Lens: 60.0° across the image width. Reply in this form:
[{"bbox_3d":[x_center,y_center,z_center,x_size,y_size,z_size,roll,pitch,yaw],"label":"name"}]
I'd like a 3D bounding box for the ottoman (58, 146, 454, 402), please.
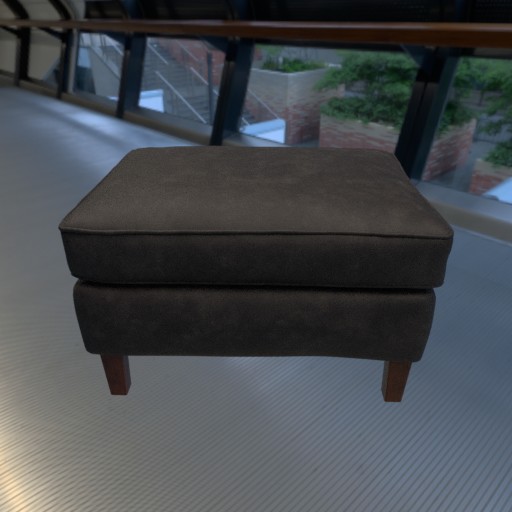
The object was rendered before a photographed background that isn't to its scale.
[{"bbox_3d":[0.000,0.000,0.985,0.665,0.413,0.501,1,30,2],"label":"ottoman"}]
